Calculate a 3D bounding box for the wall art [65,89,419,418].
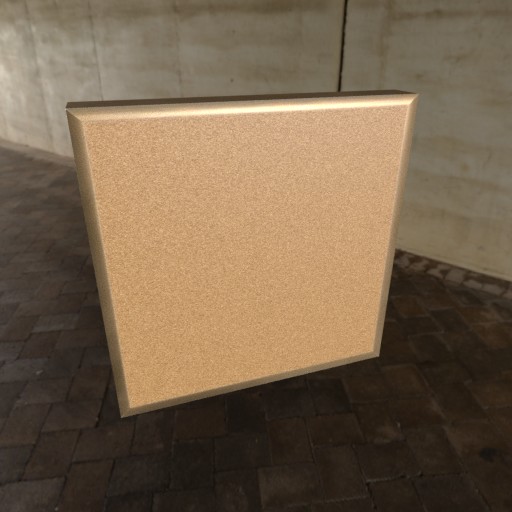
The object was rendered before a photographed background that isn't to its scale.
[{"bbox_3d":[0.000,0.000,0.447,0.305,0.303,0.038,-9,27,-17],"label":"wall art"}]
